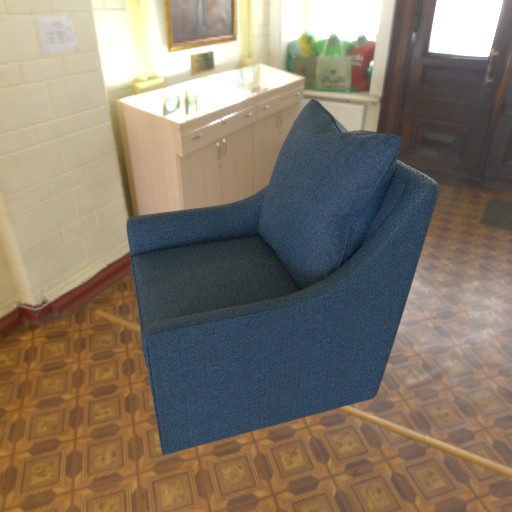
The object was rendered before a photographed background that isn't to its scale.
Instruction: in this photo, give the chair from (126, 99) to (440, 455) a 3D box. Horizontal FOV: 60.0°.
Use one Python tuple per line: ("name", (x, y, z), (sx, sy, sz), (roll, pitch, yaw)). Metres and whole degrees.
("chair", (0.000, 0.000, 1.587), (0.870, 0.939, 0.750), (-9, 32, -15))
